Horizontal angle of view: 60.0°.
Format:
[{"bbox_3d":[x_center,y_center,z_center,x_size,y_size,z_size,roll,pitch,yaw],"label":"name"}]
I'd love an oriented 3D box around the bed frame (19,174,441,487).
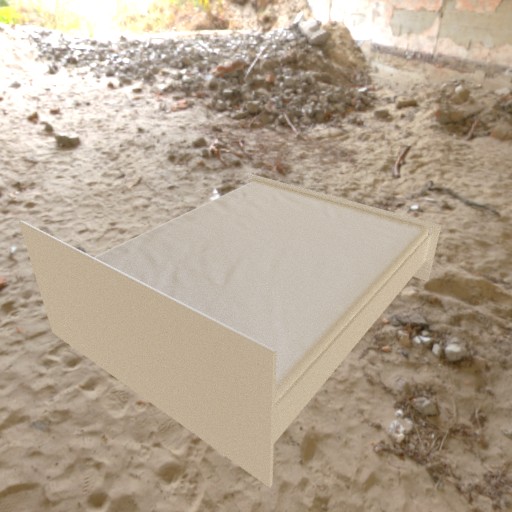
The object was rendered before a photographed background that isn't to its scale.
[{"bbox_3d":[0.000,0.000,2.904,1.720,0.800,2.060,21,37,31],"label":"bed frame"}]
